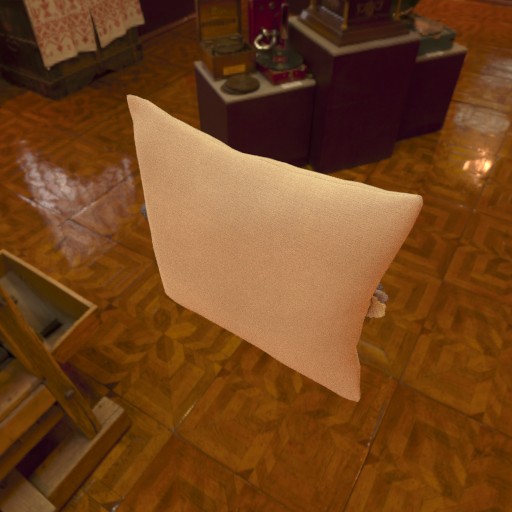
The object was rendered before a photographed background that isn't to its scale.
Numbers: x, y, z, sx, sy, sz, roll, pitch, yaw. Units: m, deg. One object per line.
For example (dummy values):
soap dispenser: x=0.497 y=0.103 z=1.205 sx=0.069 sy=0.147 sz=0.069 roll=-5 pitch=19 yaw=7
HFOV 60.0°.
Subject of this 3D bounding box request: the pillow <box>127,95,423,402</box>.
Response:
pillow: x=0.000 y=0.000 z=0.770 sx=0.489 sy=0.481 sz=0.165 roll=26 pitch=51 yaw=23
